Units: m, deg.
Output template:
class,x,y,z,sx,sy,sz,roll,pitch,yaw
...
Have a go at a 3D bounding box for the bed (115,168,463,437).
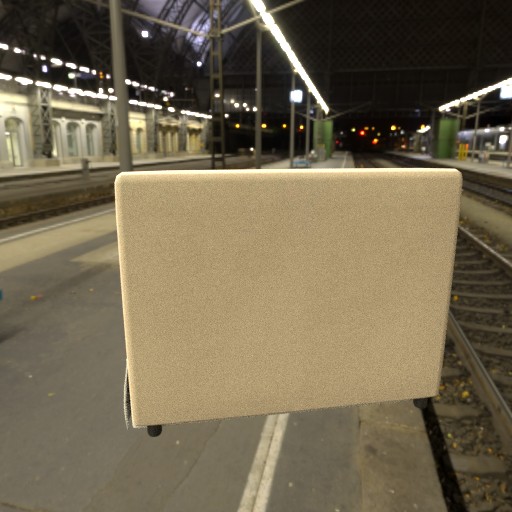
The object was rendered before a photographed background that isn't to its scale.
class,x,y,z,sx,sy,sz,roll,pitch,yaw
bed,0.000,0.000,3.177,1.723,1.330,2.142,-2,14,-9
